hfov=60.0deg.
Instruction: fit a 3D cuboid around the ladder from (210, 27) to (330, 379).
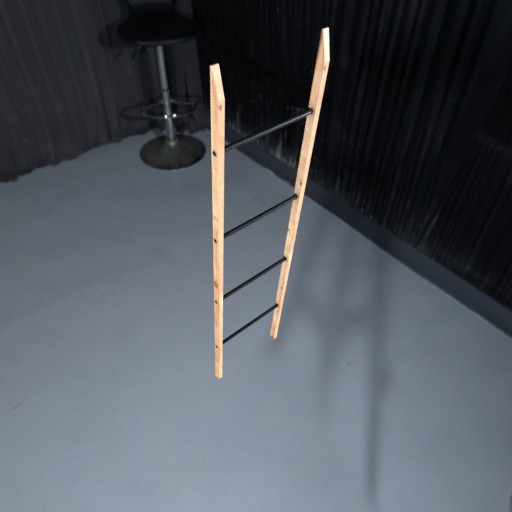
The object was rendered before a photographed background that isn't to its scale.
[{"bbox_3d":[0.000,0.000,1.923,0.442,1.805,0.200,-31,53,-27],"label":"ladder"}]
